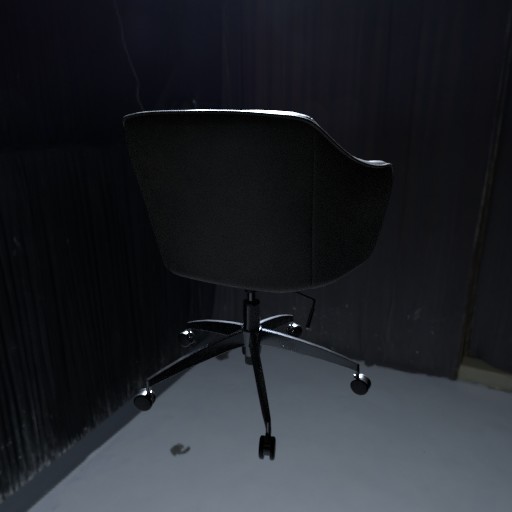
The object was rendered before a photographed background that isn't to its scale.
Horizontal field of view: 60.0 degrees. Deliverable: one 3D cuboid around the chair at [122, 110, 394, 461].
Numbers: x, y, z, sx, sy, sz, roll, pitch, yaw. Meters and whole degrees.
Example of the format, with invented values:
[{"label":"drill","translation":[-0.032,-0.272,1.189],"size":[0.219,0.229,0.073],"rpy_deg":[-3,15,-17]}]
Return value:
[{"label":"chair","translation":[0.000,0.000,1.338],"size":[0.713,0.827,0.689],"rpy_deg":[9,19,26]}]
